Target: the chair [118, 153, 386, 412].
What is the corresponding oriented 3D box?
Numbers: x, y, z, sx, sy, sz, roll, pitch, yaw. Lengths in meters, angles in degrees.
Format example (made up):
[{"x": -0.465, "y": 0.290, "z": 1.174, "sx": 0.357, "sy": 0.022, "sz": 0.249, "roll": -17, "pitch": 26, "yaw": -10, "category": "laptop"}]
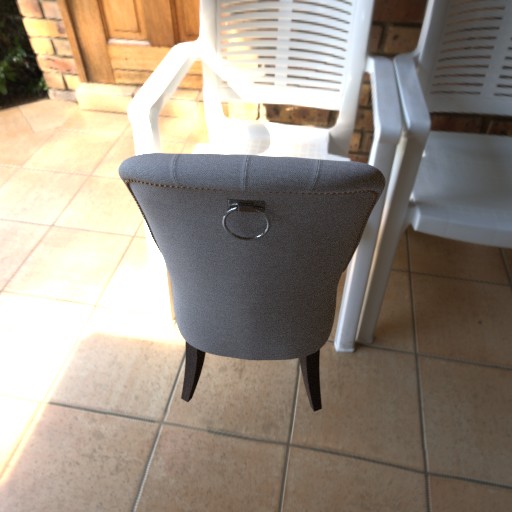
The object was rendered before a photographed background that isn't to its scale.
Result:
[{"x": 0.000, "y": 0.000, "z": 1.481, "sx": 0.634, "sy": 1.091, "sz": 0.629, "roll": 3, "pitch": 46, "yaw": 3, "category": "chair"}]
